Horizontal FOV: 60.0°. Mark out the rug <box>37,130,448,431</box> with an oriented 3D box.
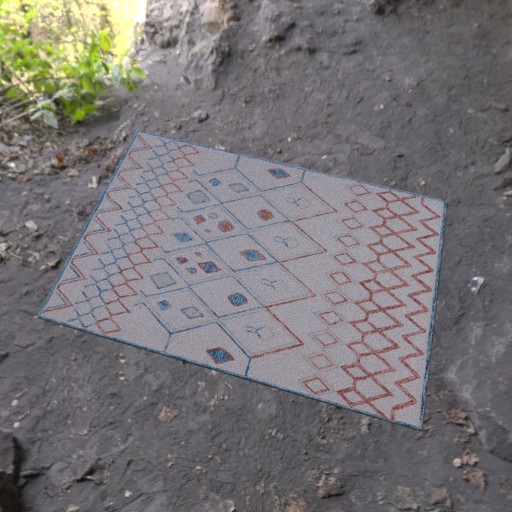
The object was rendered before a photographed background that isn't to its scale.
[{"bbox_3d":[0.000,0.000,2.268,1.829,0.016,1.219,14,64,7],"label":"rug"}]
